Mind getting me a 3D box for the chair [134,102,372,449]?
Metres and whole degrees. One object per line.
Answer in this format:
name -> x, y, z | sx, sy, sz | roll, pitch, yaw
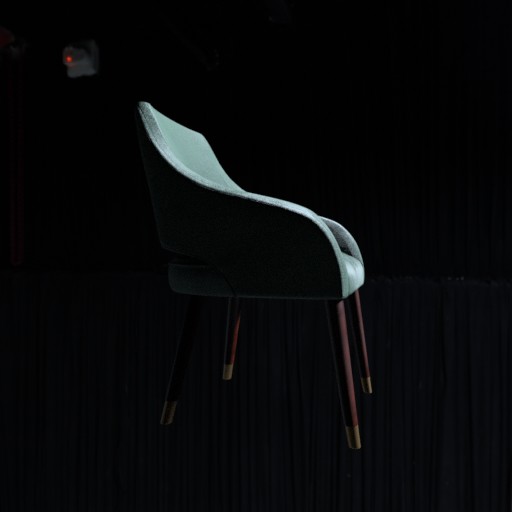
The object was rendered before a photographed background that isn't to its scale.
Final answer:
chair -> 0.000, 0.000, 1.625 | 0.794, 1.081, 0.683 | 0, 0, 18
